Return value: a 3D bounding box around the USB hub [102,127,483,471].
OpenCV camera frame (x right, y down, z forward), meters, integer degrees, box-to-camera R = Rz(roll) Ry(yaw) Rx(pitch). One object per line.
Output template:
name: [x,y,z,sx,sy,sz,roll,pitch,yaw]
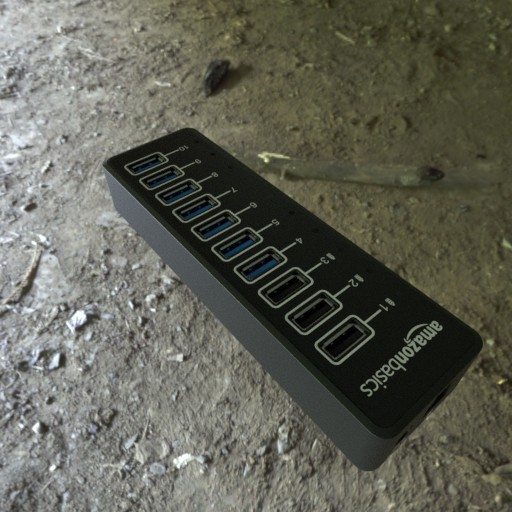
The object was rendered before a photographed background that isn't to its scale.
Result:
USB hub: [0.000,0.000,0.156,0.044,0.023,0.145,-31,54,-26]
